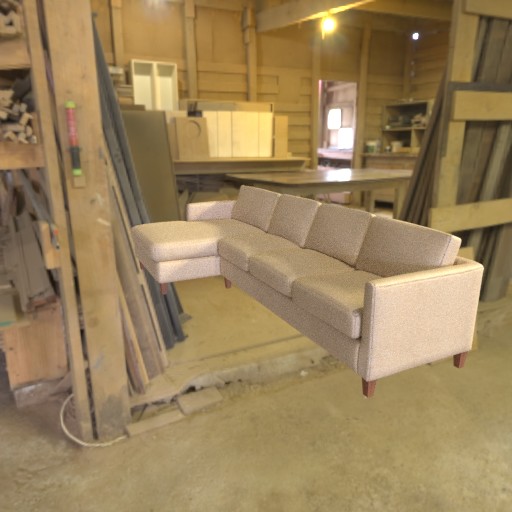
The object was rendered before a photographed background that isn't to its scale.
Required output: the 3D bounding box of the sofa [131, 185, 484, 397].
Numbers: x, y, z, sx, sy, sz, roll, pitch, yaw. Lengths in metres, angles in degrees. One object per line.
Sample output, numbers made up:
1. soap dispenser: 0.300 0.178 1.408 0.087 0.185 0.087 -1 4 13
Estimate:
1. sofa: 0.000 0.000 3.745 1.502 0.876 3.201 -7 17 -25
